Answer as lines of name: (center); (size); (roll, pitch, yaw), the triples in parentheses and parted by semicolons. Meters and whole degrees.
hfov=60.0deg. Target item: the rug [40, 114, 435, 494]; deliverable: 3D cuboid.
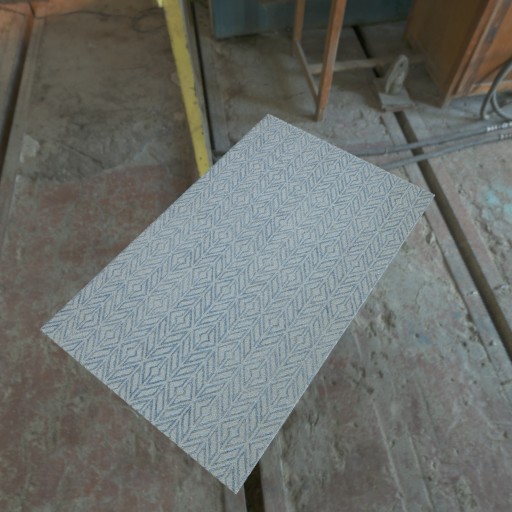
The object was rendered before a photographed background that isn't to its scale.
rug: (0.000, 0.000, 3.022); (1.526, 0.008, 2.441); (32, 63, 18)
